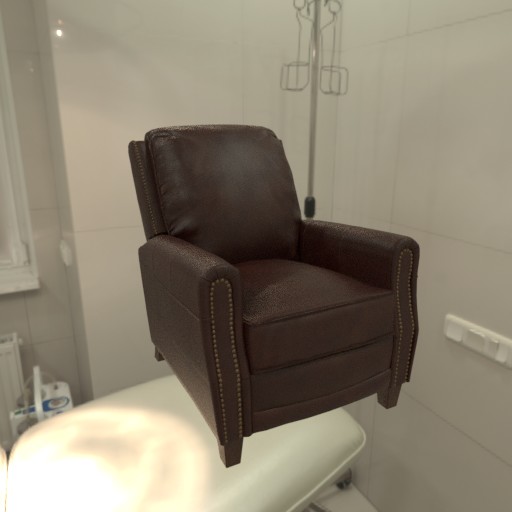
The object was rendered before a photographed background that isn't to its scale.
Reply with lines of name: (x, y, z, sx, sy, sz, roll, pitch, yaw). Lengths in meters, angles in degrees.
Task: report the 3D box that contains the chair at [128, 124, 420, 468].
chair: (0.000, 0.000, 1.785, 0.826, 1.022, 1.089, -8, 18, -26)
